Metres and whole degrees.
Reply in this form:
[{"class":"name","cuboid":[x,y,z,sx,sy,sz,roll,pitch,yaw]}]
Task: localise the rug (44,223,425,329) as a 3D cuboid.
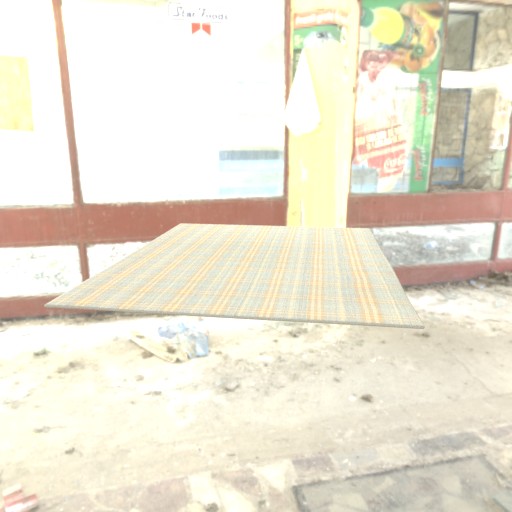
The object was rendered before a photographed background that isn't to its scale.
[{"class":"rug","cuboid":[0.000,0.000,4.254,2.462,0.030,3.066,2,15,8]}]
